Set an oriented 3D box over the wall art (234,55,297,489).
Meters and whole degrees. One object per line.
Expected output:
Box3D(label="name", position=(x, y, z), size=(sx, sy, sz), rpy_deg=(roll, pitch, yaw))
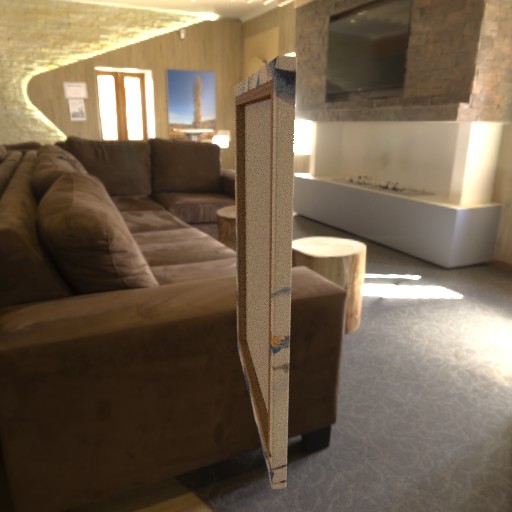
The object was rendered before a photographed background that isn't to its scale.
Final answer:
Box3D(label="wall art", position=(0.000, 0.000, 1.342), size=(0.038, 1.015, 0.761), rpy_deg=(-3, 17, -9))
